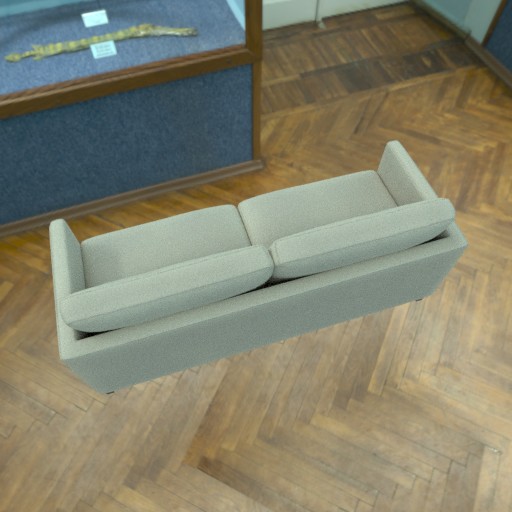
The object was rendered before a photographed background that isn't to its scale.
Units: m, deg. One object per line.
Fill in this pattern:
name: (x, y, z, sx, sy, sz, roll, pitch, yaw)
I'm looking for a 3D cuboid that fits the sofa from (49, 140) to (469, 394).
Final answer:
sofa: (0.000, 0.000, 2.862, 2.361, 0.968, 0.951, -15, 59, -9)
